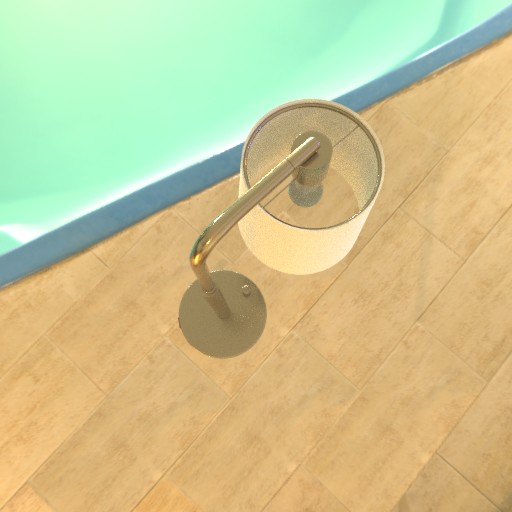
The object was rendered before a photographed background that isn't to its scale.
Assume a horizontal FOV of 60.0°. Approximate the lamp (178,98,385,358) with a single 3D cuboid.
[{"bbox_3d":[0.000,0.000,0.627,0.333,0.489,0.171,-41,80,-9],"label":"lamp"}]
